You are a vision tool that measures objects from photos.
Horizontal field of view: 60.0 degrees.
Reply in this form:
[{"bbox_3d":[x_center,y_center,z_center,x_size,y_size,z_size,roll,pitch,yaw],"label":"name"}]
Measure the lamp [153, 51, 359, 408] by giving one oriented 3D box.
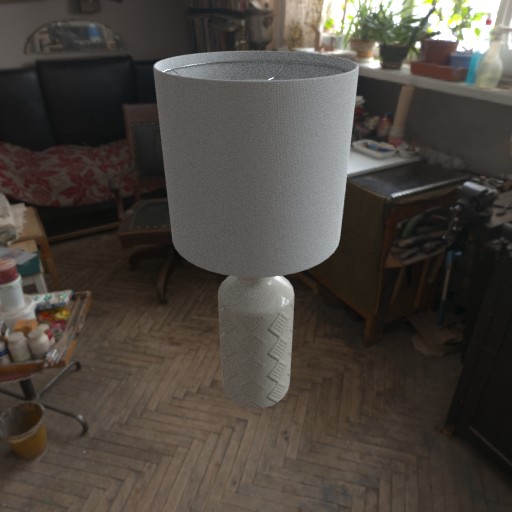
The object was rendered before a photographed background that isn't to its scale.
[{"bbox_3d":[0.000,0.000,0.572,0.207,0.461,0.207,11,33,17],"label":"lamp"}]
